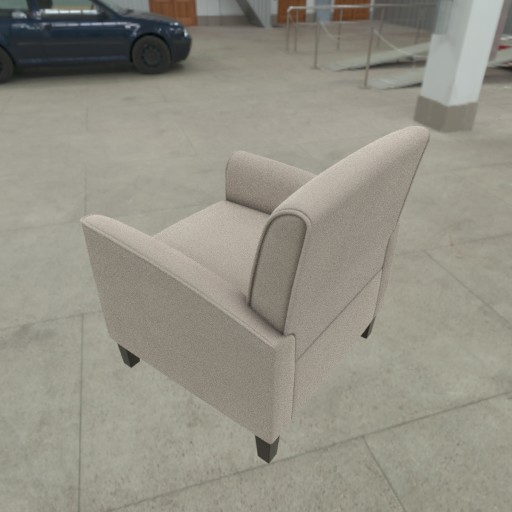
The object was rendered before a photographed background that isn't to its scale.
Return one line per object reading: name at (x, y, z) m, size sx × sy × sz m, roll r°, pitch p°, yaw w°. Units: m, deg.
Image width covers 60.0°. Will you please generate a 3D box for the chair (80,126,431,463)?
chair at (0.000, 0.000, 1.568) m, size 0.820 × 0.915 × 0.820 m, roll 22°, pitch 39°, yaw 30°
